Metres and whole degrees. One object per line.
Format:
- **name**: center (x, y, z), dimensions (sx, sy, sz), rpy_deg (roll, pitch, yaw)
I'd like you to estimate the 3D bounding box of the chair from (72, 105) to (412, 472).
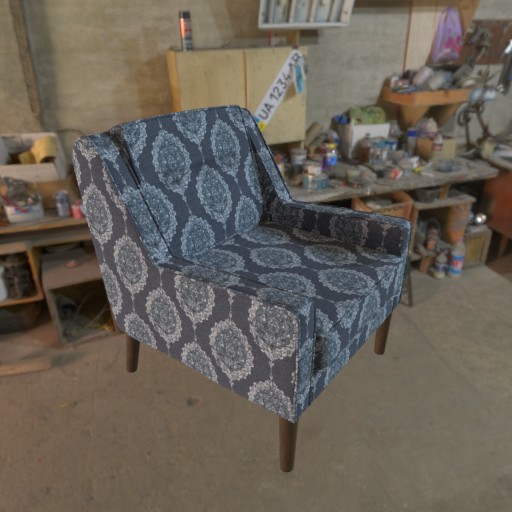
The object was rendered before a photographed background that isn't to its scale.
- **chair**: center (0.000, 0.000, 1.327), dimensions (0.743, 0.792, 0.663), rpy_deg (18, 32, 33)
